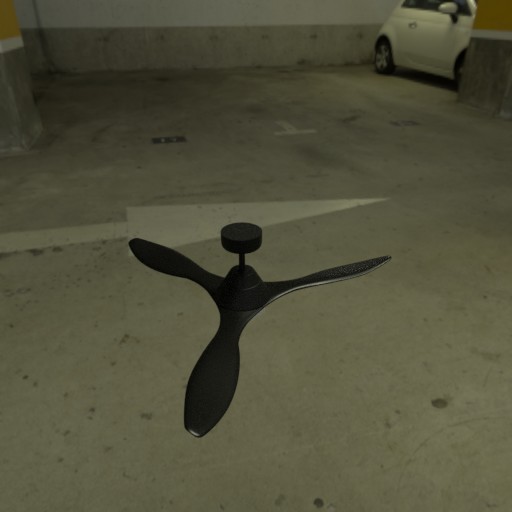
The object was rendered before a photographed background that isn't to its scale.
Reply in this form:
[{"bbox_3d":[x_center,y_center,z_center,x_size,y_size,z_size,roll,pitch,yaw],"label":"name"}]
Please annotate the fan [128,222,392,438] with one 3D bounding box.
[{"bbox_3d":[0.000,0.000,1.641,1.067,0.305,1.067,-18,34,-29],"label":"fan"}]
